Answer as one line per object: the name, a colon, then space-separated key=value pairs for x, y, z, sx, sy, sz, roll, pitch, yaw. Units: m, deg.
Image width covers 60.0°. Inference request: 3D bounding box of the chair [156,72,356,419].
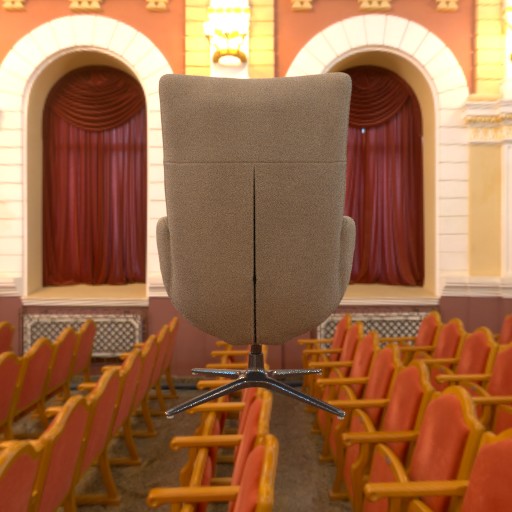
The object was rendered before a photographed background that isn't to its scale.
chair: x=0.000 y=0.000 z=1.608 sx=0.711 sy=1.016 sz=0.889 roll=0 pitch=0 yaw=1
